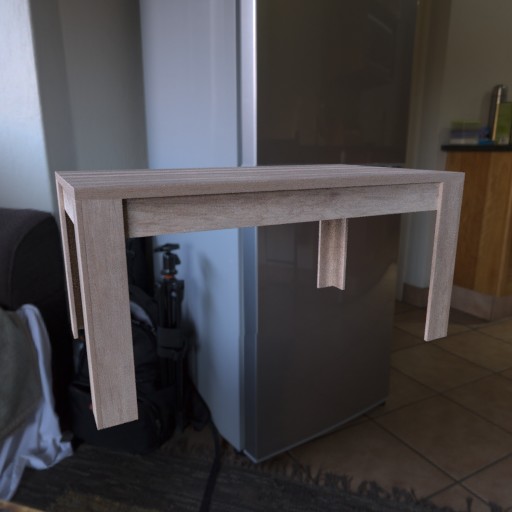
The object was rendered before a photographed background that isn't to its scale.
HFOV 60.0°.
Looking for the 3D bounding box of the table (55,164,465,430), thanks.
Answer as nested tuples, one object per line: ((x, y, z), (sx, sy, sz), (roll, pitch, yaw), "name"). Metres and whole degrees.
((0.000, 0.000, 2.077), (1.600, 0.775, 0.900), (-7, 16, -26), "table")
